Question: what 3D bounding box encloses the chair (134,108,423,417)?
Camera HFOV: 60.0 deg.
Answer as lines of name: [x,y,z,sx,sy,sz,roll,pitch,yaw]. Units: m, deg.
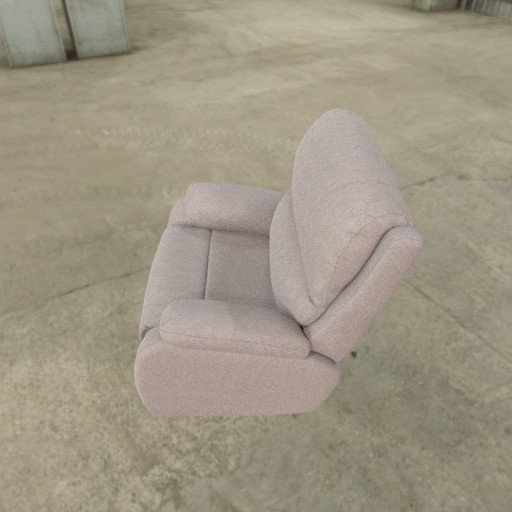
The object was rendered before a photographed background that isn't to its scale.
chair: [0.000,0.000,1.764,0.899,1.011,0.930,0,40,-1]
